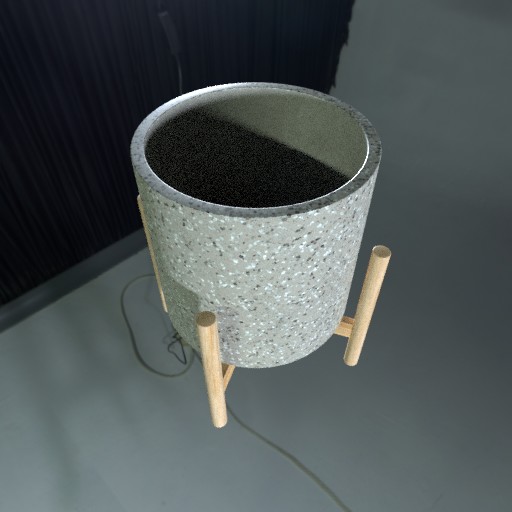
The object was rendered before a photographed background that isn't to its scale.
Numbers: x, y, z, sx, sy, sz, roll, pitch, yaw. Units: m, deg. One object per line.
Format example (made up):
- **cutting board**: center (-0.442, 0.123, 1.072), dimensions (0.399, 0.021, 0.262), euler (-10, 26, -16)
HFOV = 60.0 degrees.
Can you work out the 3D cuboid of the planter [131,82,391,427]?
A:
- **planter**: center (0.000, 0.000, 0.695), dimensions (0.360, 0.419, 0.360), euler (33, 54, 28)
